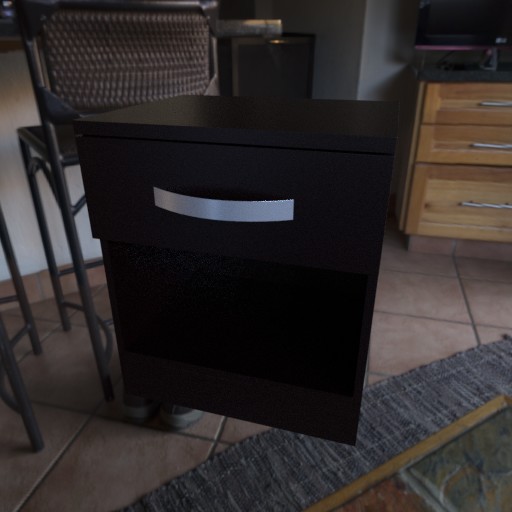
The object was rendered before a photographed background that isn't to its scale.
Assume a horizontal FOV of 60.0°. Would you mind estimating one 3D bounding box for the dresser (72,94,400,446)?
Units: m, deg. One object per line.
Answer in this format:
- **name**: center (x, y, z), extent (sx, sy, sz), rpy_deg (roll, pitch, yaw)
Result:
- **dresser**: center (0.000, 0.000, 0.748), extent (0.400, 0.470, 0.360), rpy_deg (7, 27, 15)
